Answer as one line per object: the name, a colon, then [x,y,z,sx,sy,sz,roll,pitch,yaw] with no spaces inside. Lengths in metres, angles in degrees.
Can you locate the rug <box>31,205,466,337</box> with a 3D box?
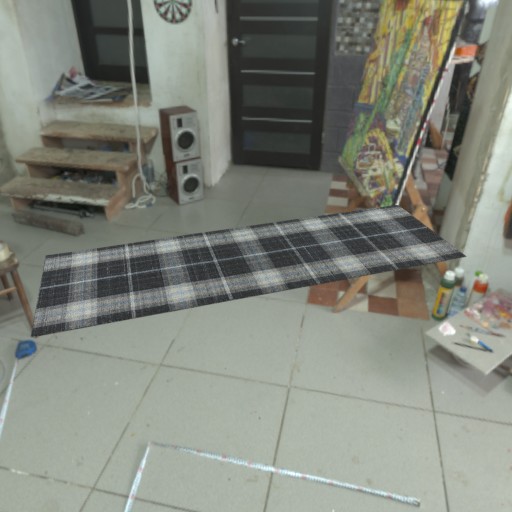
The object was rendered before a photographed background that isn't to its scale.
rug: [0.000,0.000,2.678,2.434,0.012,0.760,-9,33,-14]
